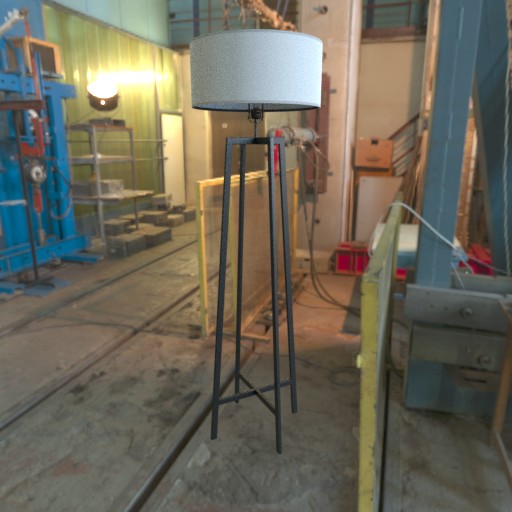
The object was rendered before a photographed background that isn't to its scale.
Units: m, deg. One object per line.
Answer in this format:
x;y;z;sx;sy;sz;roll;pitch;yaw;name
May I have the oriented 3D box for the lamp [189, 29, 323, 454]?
0.000;0.000;1.727;0.457;1.510;0.456;-7;16;-27;lamp
